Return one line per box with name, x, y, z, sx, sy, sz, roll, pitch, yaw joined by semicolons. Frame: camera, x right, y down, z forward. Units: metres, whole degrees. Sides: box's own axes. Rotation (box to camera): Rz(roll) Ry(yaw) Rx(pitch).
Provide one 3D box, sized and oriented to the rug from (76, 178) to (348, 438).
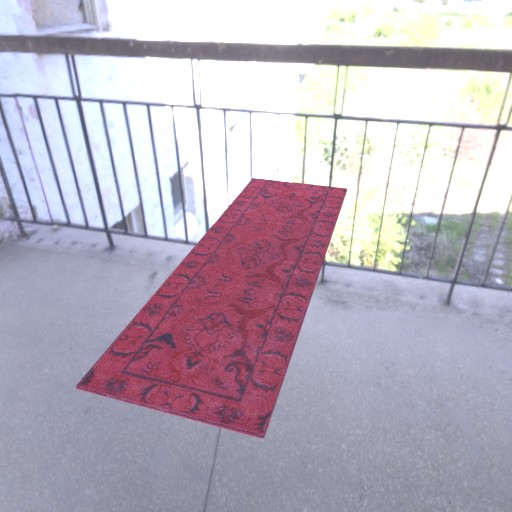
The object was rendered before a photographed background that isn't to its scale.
rug;0.000;0.000;2.720;0.813;0.018;2.439;9;33;15
